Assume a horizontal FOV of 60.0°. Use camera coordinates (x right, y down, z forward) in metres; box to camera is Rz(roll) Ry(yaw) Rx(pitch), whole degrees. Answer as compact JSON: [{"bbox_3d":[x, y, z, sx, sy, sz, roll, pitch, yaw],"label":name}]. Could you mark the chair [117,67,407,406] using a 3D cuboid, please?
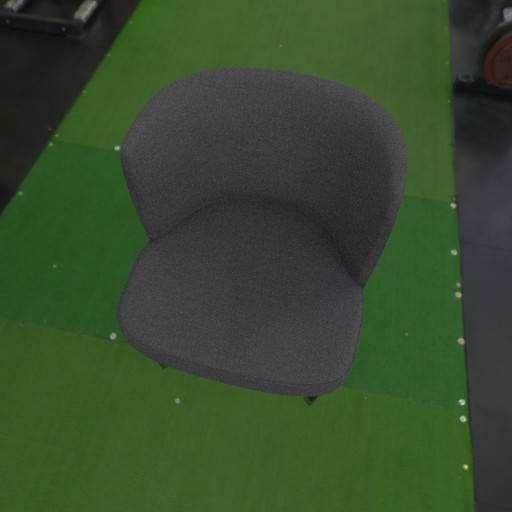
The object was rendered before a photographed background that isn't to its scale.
[{"bbox_3d":[0.000,0.000,1.238,0.639,0.695,0.698,12,59,7],"label":"chair"}]
